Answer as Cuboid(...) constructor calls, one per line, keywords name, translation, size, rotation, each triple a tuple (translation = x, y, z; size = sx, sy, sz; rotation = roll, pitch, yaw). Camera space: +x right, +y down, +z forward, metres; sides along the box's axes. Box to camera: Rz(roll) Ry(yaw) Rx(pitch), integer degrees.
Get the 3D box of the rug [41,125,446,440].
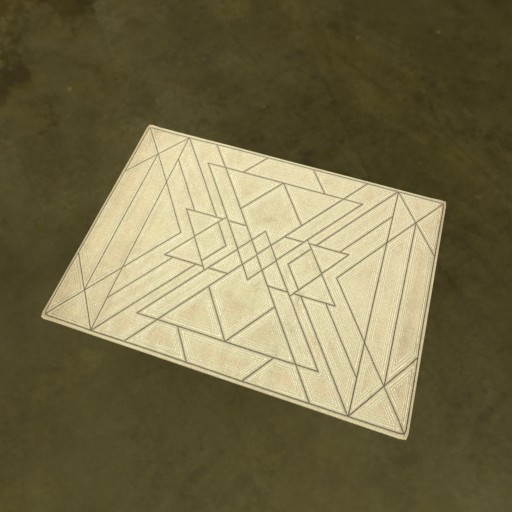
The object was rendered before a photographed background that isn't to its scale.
Cuboid(name="rug", translation=(0.000, 0.000, 4.345), size=(3.381, 0.026, 2.436), rotation=(16, 65, 8))
